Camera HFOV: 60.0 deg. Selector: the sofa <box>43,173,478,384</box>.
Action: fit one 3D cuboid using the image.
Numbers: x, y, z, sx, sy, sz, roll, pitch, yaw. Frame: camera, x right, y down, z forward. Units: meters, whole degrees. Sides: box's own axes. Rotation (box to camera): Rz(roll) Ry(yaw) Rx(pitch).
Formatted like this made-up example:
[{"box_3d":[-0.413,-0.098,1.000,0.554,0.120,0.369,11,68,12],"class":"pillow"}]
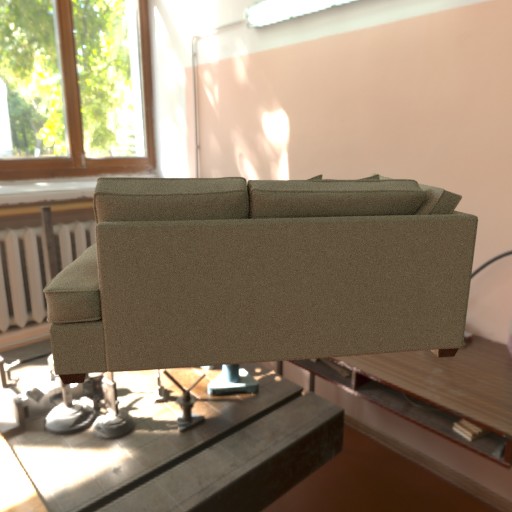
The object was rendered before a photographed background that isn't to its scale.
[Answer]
[{"box_3d":[0.000,0.000,2.773,2.237,1.033,1.110,-2,14,-8],"class":"sofa"}]
